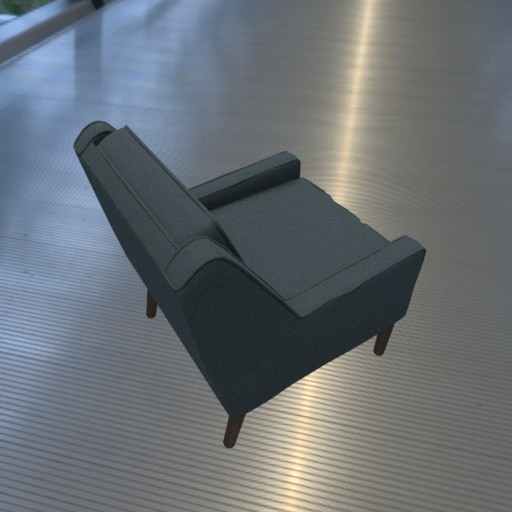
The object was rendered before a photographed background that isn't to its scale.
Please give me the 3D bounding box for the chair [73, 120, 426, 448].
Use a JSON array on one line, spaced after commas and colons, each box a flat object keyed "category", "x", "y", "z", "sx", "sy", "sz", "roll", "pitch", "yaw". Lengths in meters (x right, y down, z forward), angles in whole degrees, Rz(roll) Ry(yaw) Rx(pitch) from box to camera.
[{"category": "chair", "x": 0.000, "y": 0.000, "z": 1.324, "sx": 0.733, "sy": 0.780, "sz": 0.663, "roll": -23, "pitch": 47, "yaw": -24}]
